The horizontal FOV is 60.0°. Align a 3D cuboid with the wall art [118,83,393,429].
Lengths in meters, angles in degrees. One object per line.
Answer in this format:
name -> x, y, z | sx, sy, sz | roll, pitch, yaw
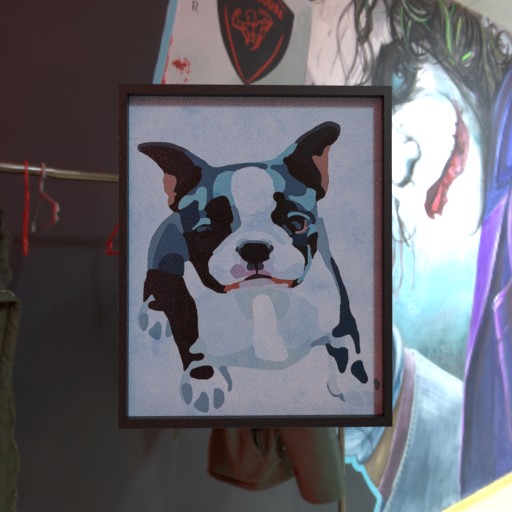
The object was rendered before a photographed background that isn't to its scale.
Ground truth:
wall art -> 0.000, 0.000, 0.491 | 0.294, 0.369, 0.030 | 0, 0, -1
